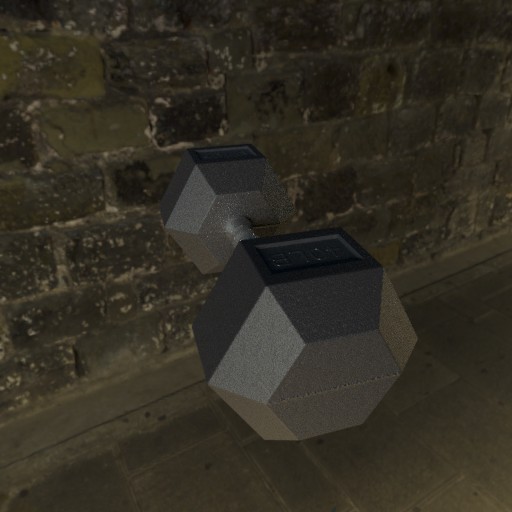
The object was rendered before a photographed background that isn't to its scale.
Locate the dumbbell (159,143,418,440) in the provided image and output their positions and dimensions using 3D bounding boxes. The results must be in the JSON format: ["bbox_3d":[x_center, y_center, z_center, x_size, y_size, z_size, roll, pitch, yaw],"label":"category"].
[{"bbox_3d":[0.000,0.000,0.435,0.157,0.137,0.361,-8,30,-14],"label":"dumbbell"}]
